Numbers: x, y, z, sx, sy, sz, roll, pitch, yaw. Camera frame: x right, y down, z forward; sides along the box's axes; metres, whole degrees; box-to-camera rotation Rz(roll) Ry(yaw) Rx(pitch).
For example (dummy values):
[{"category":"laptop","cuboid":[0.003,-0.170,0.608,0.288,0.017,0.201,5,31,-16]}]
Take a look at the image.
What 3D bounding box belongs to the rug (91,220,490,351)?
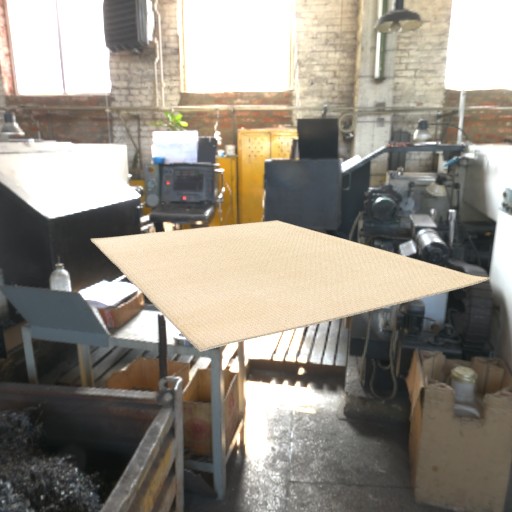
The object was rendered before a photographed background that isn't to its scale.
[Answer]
[{"category":"rug","cuboid":[0.000,0.000,3.888,2.277,0.035,2.897,-8,17,-29]}]
